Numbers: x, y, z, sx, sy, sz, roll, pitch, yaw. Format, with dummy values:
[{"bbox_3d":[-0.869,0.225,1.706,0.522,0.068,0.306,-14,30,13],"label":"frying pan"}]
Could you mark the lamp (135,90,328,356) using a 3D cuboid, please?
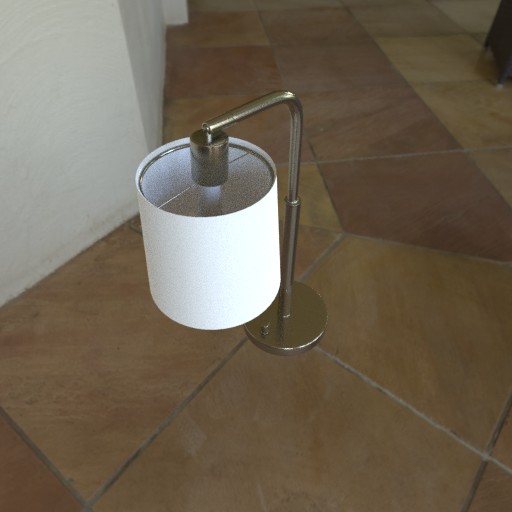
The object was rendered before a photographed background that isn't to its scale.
[{"bbox_3d":[0.000,0.000,0.645,0.171,0.489,0.333,33,54,27],"label":"lamp"}]
